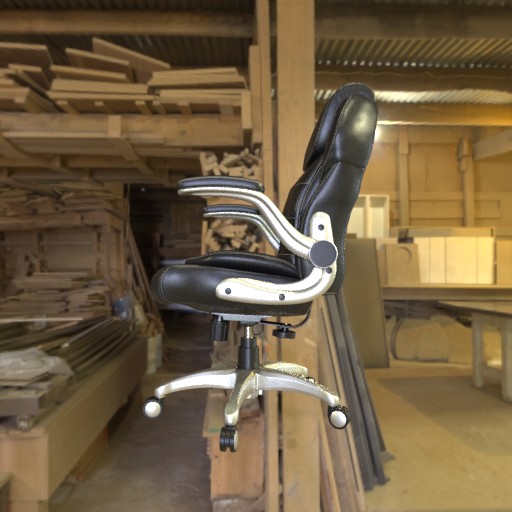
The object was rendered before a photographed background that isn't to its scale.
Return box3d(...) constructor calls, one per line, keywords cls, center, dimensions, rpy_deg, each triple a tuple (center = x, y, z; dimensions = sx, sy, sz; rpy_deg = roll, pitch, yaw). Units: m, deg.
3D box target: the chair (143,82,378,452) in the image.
box3d(cls="chair", center=(0.000, 0.000, 1.620), dimensions=(0.801, 1.141, 0.724), rpy_deg=(0, -1, 0))
